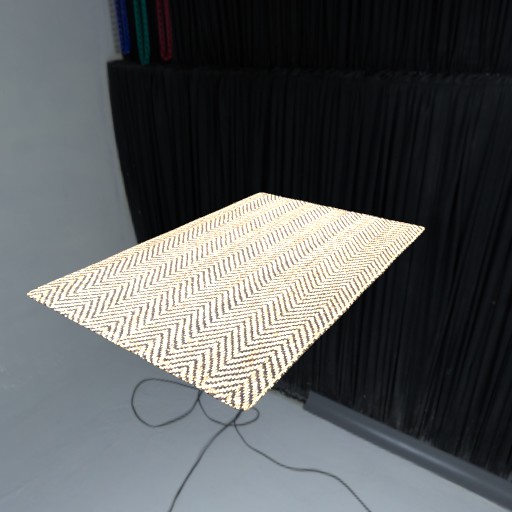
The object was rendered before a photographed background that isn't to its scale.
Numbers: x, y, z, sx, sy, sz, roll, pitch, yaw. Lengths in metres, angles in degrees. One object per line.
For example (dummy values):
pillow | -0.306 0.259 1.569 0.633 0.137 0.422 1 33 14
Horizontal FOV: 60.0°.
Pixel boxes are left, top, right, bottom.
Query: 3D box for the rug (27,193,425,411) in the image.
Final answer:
rug | 0.000 0.000 2.316 1.219 0.008 1.828 17 30 31
